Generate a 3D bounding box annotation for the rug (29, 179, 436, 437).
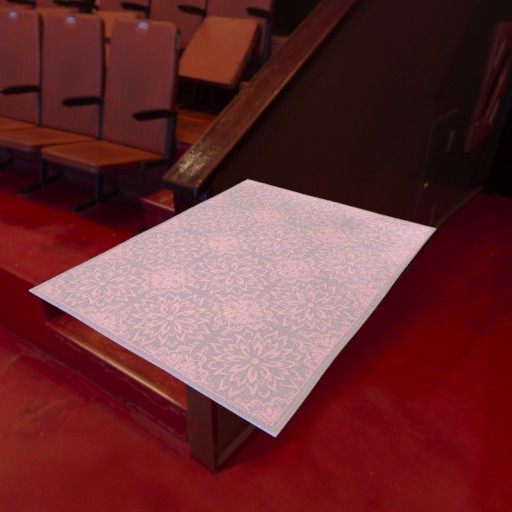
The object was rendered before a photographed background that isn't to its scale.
[{"bbox_3d":[0.000,0.000,4.016,2.363,0.012,2.980,20,36,30],"label":"rug"}]
